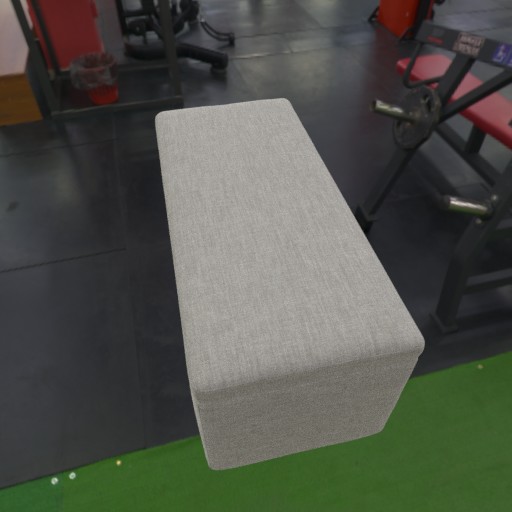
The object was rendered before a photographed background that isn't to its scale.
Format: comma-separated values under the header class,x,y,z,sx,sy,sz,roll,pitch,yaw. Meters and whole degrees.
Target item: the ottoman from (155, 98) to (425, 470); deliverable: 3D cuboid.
class,x,y,z,sx,sy,sz,roll,pitch,yaw
ottoman,0.000,0.000,1.144,0.419,0.432,0.902,-9,47,-9
